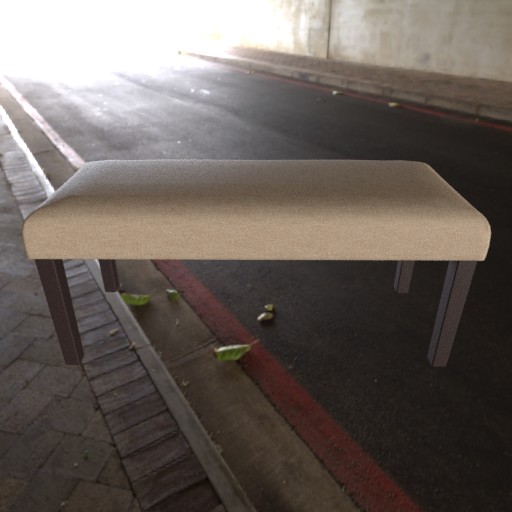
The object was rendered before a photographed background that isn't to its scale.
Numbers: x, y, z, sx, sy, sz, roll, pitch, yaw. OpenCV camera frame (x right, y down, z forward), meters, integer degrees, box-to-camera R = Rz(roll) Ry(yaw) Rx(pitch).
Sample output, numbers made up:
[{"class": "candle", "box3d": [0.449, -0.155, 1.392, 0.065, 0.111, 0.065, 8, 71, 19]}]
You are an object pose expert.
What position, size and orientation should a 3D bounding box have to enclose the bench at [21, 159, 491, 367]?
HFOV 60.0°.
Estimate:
[{"class": "bench", "box3d": [0.000, 0.000, 1.202, 1.013, 0.456, 0.407, 0, 29, 0]}]
